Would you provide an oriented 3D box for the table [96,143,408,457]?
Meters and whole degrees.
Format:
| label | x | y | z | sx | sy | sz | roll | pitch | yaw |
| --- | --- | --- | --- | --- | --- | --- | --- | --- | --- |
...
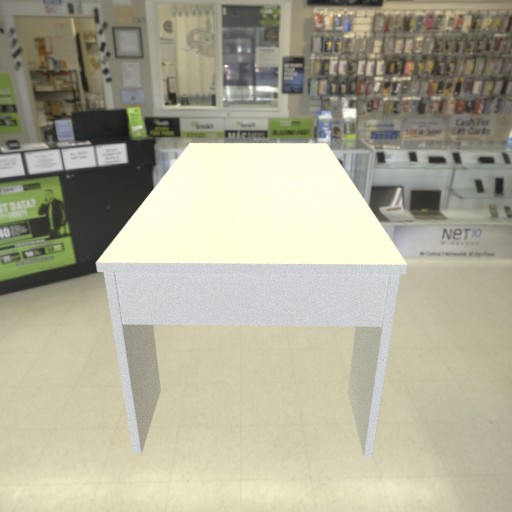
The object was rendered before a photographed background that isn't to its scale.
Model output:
| label | x | y | z | sx | sy | sz | roll | pitch | yaw |
| --- | --- | --- | --- | --- | --- | --- | --- | --- | --- |
| table | 0.000 | 0.000 | 1.254 | 0.500 | 0.440 | 1.000 | 0 | 25 | 1 |
